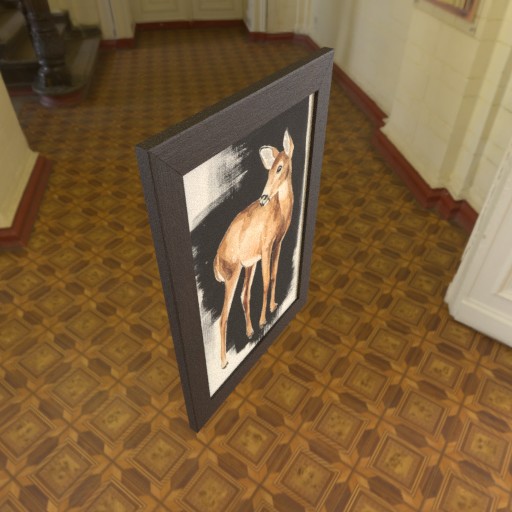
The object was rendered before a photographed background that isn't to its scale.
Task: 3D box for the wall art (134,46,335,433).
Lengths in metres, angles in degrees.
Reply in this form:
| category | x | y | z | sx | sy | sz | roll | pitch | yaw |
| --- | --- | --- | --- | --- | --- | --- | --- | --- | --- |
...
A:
| category | x | y | z | sx | sy | sz | roll | pitch | yaw |
| --- | --- | --- | --- | --- | --- | --- | --- | --- | --- |
| wall art | 0.000 | 0.000 | 0.675 | 0.017 | 0.513 | 0.359 | 25 | 47 | 26 |
